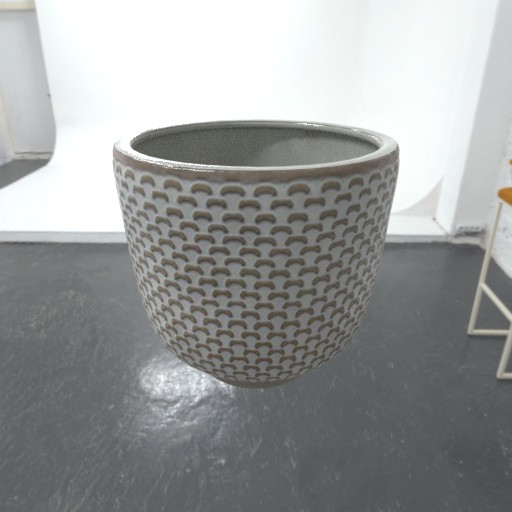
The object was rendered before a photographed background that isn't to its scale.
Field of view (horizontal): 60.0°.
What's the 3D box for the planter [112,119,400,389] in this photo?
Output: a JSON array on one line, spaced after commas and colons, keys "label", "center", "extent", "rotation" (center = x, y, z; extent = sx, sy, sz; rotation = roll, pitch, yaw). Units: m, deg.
[{"label": "planter", "center": [0.000, 0.000, 0.247], "extent": [0.139, 0.130, 0.139], "rotation": [0, 25, 0]}]
